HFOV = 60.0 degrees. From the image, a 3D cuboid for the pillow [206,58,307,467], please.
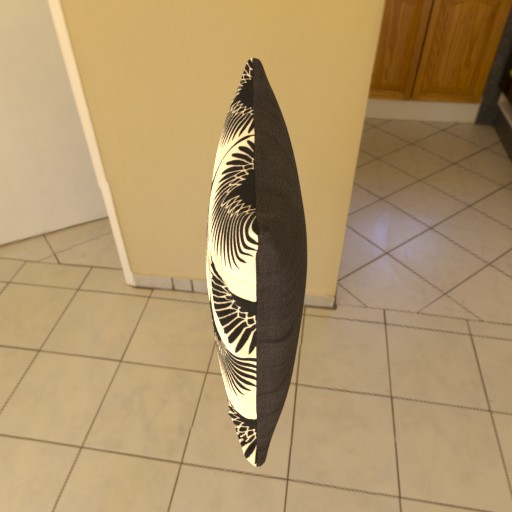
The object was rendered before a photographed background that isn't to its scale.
[{"bbox_3d":[0.000,0.000,0.656,0.139,0.432,0.432,-1,41,-1],"label":"pillow"}]
